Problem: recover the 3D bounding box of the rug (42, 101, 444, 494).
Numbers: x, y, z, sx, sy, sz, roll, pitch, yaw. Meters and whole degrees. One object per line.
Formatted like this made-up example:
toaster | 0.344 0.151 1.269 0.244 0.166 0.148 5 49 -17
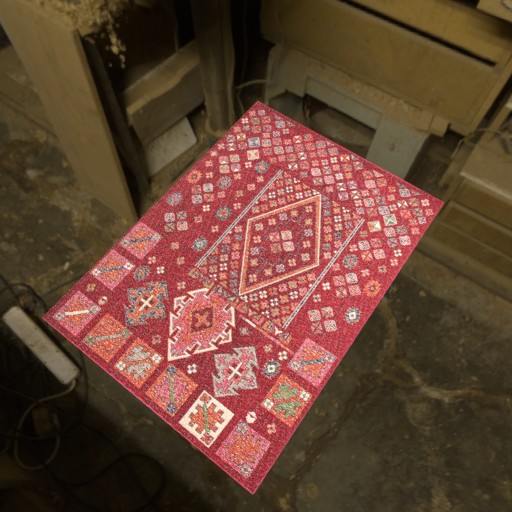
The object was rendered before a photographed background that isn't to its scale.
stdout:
rug | 0.000 0.000 2.838 1.579 0.007 2.184 33 68 15
